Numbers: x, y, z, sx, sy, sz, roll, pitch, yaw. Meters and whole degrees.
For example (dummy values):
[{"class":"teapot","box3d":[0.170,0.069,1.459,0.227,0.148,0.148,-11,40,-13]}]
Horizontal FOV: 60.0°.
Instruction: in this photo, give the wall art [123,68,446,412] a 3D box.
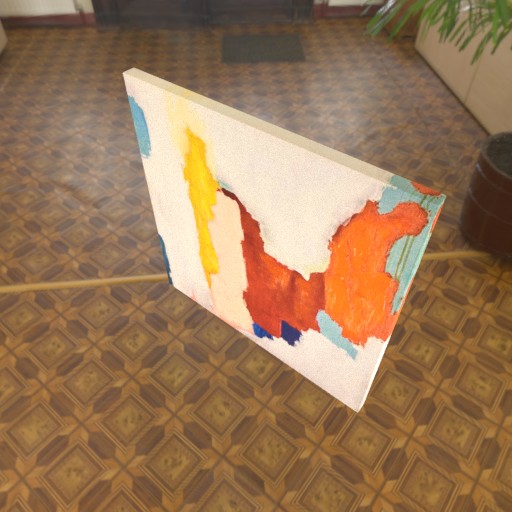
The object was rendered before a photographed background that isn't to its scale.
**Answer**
[{"class":"wall art","box3d":[0.000,0.000,1.225,0.814,0.814,0.037,30,54,25]}]
